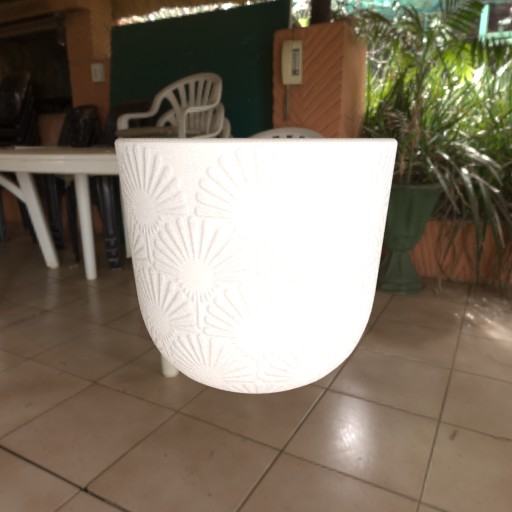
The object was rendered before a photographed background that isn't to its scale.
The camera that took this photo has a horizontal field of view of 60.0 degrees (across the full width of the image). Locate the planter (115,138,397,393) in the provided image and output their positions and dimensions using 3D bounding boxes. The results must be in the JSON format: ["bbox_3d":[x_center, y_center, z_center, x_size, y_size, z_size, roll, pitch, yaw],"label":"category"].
[{"bbox_3d":[0.000,0.000,0.297,0.170,0.152,0.170,0,15,0],"label":"planter"}]
